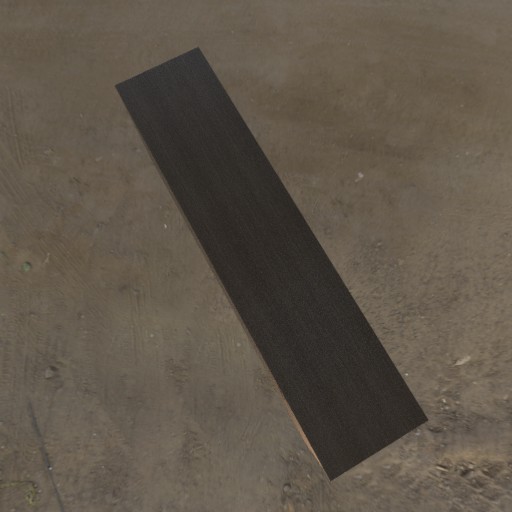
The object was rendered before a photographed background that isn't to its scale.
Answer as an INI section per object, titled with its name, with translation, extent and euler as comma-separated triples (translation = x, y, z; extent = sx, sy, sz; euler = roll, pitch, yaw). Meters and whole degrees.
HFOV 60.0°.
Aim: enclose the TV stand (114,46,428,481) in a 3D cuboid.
[TV stand]
translation = 0.000, 0.000, 2.030
extent = 0.406, 0.610, 1.778
euler = -28, 77, -7
